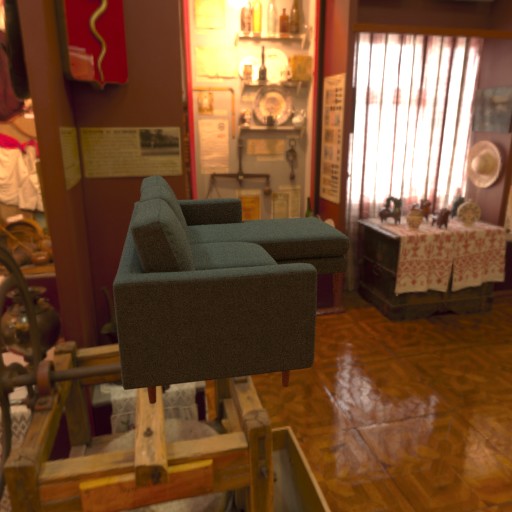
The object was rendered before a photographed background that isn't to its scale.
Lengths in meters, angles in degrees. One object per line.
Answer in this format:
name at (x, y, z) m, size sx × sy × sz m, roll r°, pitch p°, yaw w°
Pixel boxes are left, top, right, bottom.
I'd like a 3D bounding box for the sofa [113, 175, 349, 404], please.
sofa at (0.000, 0.000, 3.029) m, size 1.667 × 0.957 × 2.055 m, roll -4°, pitch 17°, yaw -12°
